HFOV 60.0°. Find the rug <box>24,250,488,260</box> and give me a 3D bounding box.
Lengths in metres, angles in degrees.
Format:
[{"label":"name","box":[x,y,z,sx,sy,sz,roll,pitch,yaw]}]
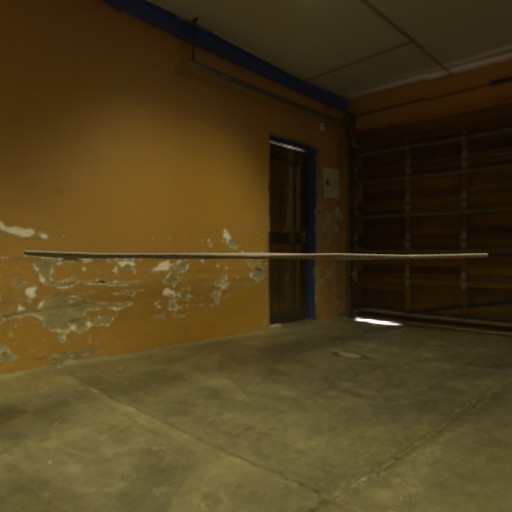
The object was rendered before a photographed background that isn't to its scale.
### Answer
[{"label":"rug","box":[0.000,0.000,3.076,2.430,0.053,1.553,0,-1,0]}]
